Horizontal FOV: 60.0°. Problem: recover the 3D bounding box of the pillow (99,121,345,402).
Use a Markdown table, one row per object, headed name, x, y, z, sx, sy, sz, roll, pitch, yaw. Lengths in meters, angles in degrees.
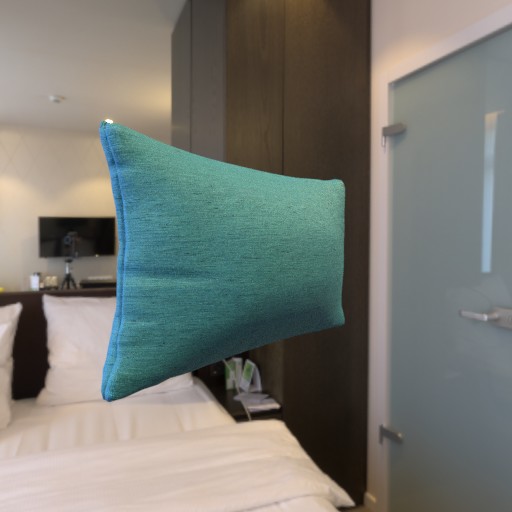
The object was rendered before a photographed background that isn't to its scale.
| name | x | y | z | sx | sy | sz | roll | pitch | yaw |
| --- | --- | --- | --- | --- | --- | --- | --- | --- | --- |
| pillow | 0.000 | 0.000 | 0.783 | 0.210 | 0.338 | 0.633 | 1 | 2 | 37 |
